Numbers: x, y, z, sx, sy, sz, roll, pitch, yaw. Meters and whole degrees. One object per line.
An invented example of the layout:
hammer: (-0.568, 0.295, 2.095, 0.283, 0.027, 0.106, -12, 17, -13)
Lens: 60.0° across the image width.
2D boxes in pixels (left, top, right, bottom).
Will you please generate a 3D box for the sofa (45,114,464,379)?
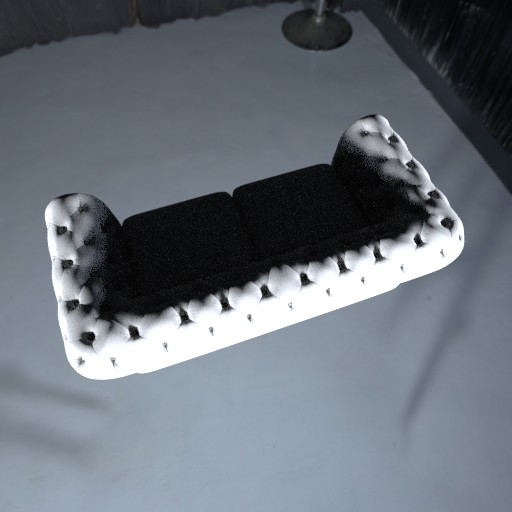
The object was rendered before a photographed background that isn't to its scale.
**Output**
sofa: (0.000, 0.000, 2.451, 1.998, 0.764, 0.986, -17, 61, -10)
